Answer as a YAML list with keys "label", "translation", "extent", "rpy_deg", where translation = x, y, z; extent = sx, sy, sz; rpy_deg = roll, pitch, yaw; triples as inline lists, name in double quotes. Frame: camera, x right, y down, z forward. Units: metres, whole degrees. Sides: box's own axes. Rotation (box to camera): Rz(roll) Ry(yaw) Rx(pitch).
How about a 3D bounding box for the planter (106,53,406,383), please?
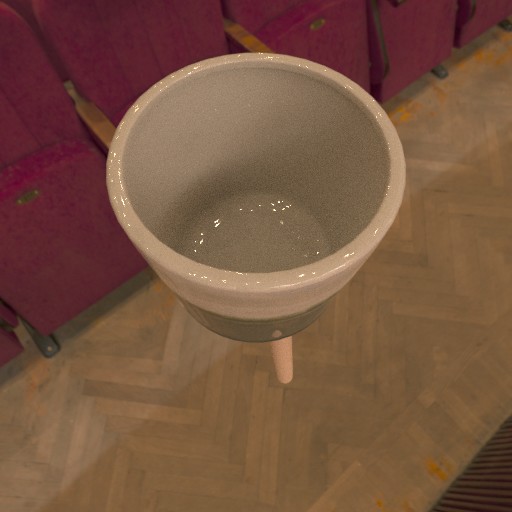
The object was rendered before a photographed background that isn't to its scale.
- label: "planter"
  translation: [0.000, 0.000, 0.467]
  extent: [0.217, 0.331, 0.217]
  rpy_deg: [-36, 68, -17]
